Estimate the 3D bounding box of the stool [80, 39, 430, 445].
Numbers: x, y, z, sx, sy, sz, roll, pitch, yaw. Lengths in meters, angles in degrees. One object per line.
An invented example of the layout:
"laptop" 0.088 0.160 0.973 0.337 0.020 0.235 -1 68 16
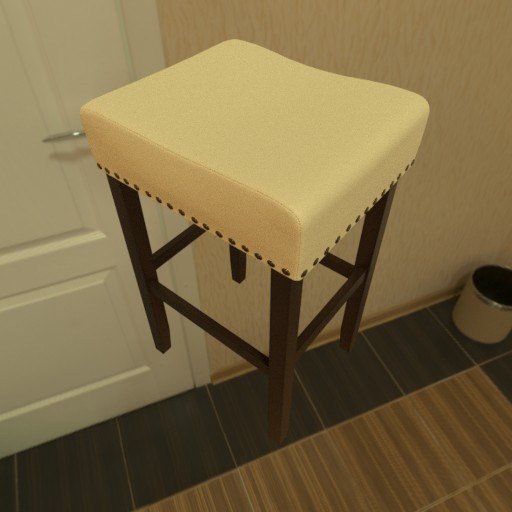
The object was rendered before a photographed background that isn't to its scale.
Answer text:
"stool" 0.000 0.000 1.017 0.471 0.762 0.401 30 52 26
